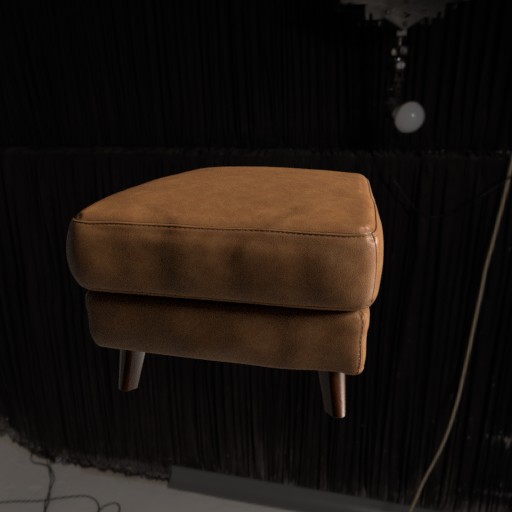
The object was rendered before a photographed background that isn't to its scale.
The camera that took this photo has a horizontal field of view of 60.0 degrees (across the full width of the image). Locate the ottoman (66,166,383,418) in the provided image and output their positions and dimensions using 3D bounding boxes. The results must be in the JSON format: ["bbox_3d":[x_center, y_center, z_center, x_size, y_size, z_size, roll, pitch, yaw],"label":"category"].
[{"bbox_3d":[0.000,0.000,1.230,0.630,0.461,0.869,3,17,11],"label":"ottoman"}]
